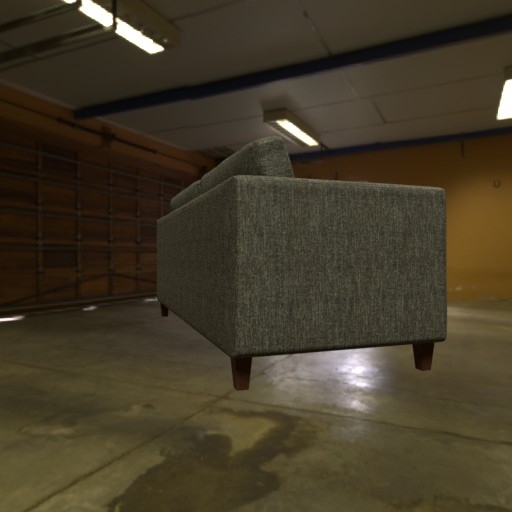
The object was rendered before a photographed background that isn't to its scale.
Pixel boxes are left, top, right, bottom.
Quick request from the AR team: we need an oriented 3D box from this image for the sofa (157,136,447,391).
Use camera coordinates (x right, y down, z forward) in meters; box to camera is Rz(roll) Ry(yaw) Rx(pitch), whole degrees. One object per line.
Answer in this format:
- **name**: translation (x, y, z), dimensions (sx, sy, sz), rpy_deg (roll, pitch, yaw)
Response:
- **sofa**: translation (0.000, 0.000, 2.689), dimensions (0.948, 0.960, 2.208), rpy_deg (0, 0, -19)
